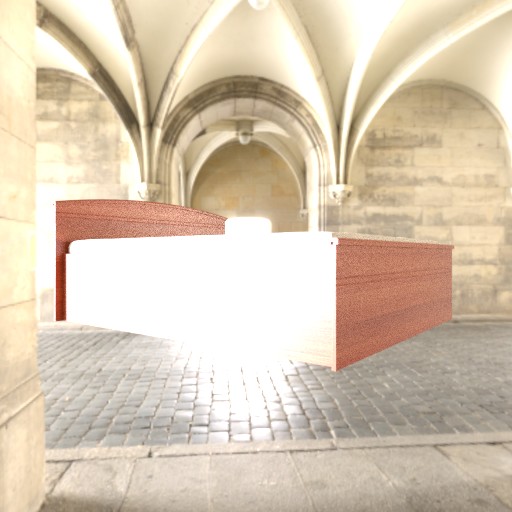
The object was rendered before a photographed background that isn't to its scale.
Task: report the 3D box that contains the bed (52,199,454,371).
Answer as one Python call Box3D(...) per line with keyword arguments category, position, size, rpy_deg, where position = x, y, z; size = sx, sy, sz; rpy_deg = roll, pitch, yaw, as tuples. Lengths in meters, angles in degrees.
Box3D(category="bed", position=(0.000, 0.000, 2.924), size=(2.053, 0.848, 1.683), rpy_deg=(0, 0, 37))
